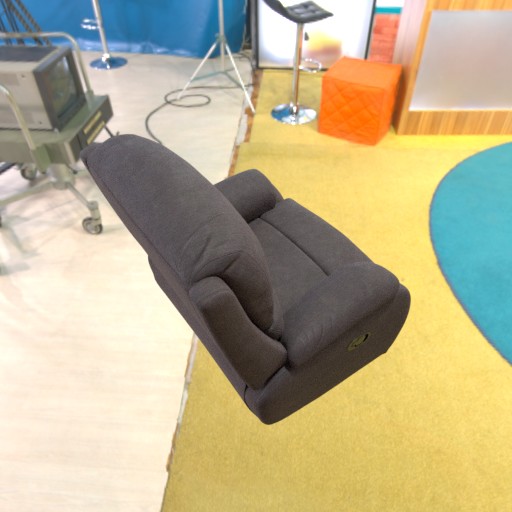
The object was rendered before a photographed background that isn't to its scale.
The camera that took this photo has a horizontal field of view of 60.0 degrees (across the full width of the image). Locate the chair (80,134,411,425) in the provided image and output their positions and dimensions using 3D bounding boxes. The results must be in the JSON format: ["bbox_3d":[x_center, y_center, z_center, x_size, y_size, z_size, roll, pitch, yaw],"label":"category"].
[{"bbox_3d":[0.000,0.000,1.718,0.899,1.011,0.930,-25,48,-25],"label":"chair"}]
